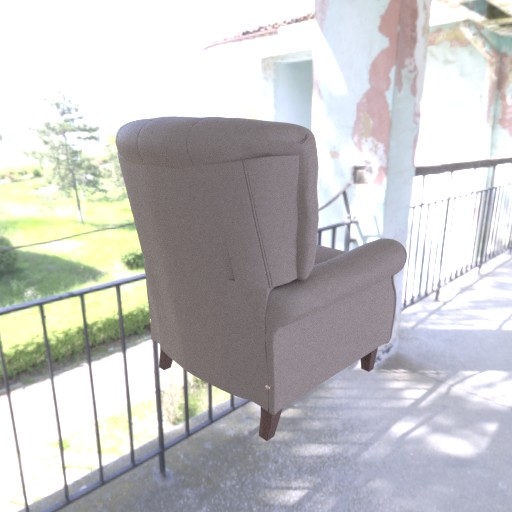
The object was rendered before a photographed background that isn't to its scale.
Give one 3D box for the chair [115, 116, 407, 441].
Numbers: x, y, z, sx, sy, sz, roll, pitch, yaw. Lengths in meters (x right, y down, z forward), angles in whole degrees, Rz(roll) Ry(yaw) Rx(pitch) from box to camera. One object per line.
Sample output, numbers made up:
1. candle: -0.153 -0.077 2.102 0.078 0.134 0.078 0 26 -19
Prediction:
1. chair: 0.000 0.000 1.908 1.041 1.138 0.999 -15 22 -42
